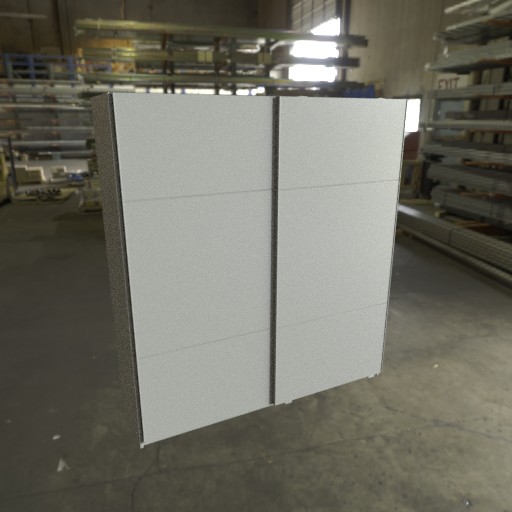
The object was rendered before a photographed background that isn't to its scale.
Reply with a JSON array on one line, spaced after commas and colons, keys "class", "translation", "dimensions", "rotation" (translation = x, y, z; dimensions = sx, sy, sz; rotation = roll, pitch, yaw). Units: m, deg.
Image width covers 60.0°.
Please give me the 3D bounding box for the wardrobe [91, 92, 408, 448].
[{"class": "wardrobe", "translation": [0.000, 0.000, 2.910], "dimensions": [1.780, 1.960, 0.629], "rotation": [-8, 19, -25]}]
